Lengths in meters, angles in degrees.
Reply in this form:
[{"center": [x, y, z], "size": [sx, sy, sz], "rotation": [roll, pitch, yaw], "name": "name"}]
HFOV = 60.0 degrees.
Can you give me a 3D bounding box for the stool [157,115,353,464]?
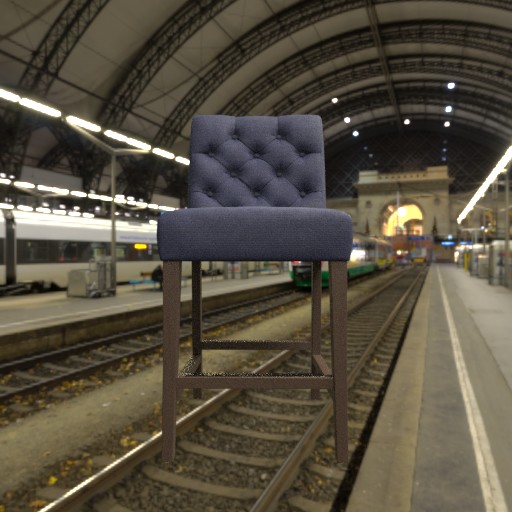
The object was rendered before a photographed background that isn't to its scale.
[{"center": [0.000, 0.000, 1.360], "size": [0.493, 1.010, 0.601], "rotation": [0, 0, 1], "name": "stool"}]
